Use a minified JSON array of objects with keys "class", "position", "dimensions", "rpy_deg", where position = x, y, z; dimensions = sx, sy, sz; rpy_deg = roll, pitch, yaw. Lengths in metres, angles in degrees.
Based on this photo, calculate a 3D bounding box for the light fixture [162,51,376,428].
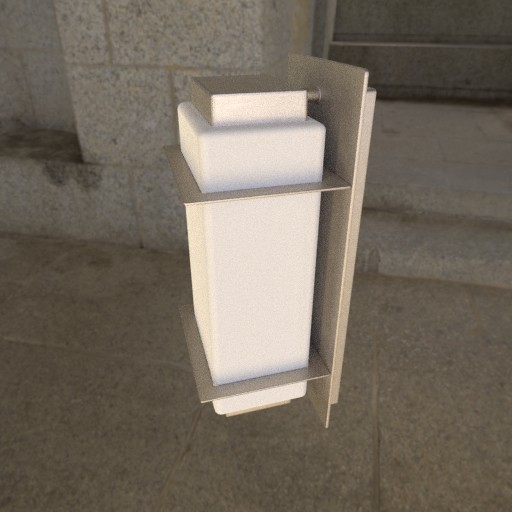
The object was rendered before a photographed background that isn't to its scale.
[{"class":"light fixture","position":[0.000,0.000,0.469],"dimensions":[0.160,0.380,0.168],"rpy_deg":[-8,30,-14]}]
